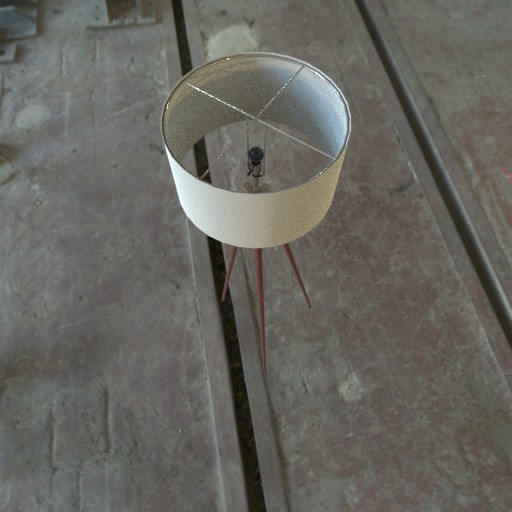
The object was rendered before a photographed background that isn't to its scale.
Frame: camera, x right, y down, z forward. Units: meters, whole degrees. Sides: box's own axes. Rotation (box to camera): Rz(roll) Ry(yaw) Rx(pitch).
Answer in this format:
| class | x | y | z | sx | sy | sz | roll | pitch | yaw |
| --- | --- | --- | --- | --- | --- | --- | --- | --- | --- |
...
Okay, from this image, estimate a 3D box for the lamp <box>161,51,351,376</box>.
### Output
| class | x | y | z | sx | sy | sz | roll | pitch | yaw |
| --- | --- | --- | --- | --- | --- | --- | --- | --- | --- |
| lamp | 0.000 | 0.000 | 1.813 | 0.483 | 1.553 | 0.483 | 31 | 67 | 15 |
